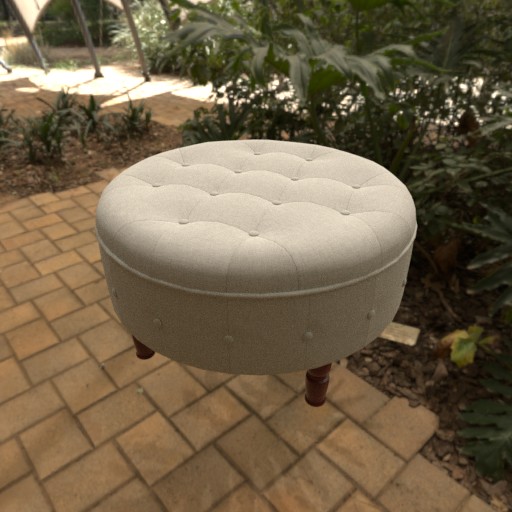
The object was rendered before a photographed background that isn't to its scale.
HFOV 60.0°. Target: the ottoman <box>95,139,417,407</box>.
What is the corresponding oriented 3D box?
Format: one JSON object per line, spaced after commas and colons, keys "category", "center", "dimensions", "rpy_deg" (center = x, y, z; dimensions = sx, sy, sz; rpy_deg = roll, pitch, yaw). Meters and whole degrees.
{"category": "ottoman", "center": [0.000, 0.000, 1.308], "dimensions": [0.850, 0.483, 0.850], "rpy_deg": [0, 31, 0]}
